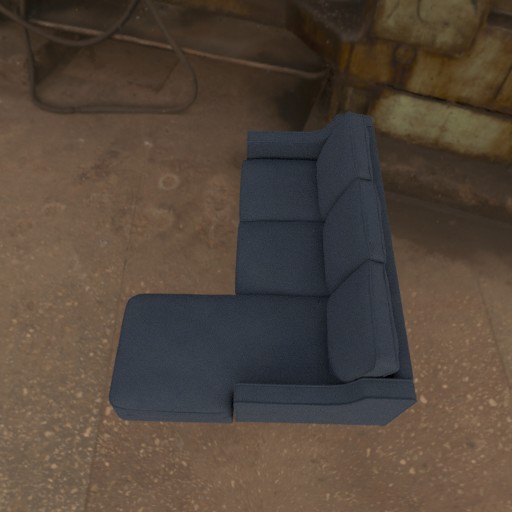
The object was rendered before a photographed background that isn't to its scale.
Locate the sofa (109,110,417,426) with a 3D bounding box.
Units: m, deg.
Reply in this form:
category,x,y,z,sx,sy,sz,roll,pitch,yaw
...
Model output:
category,x,y,z,sx,sy,sz,roll,pitch,yaw
sofa,0.000,0.000,3.336,1.858,1.066,2.317,1,59,1
